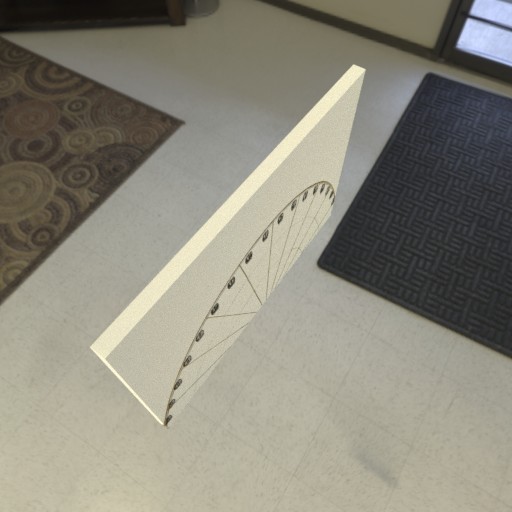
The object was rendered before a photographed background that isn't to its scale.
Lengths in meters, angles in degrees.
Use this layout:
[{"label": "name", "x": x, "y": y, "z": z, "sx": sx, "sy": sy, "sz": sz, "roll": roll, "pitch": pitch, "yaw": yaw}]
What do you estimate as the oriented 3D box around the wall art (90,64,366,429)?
[{"label": "wall art", "x": 0.000, "y": 0.000, "z": 1.166, "sx": 0.038, "sy": 0.601, "sz": 0.898, "roll": 31, "pitch": 63, "yaw": 17}]
